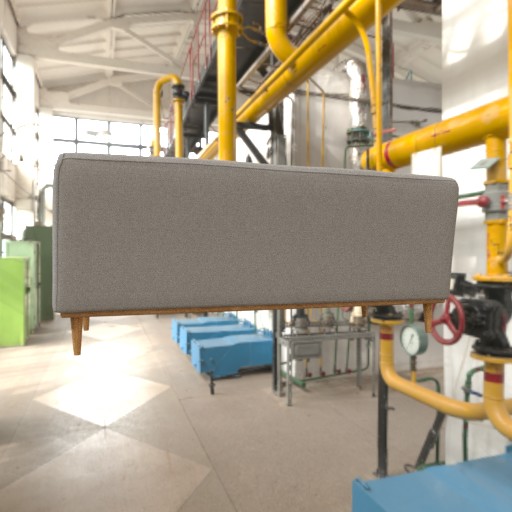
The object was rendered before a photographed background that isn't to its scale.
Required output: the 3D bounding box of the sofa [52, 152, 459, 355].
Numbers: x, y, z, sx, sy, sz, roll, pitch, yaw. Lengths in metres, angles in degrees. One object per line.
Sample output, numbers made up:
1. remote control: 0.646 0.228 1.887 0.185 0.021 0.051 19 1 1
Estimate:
1. sofa: 0.000 0.000 2.524 2.057 0.871 0.978 0 0 -18
